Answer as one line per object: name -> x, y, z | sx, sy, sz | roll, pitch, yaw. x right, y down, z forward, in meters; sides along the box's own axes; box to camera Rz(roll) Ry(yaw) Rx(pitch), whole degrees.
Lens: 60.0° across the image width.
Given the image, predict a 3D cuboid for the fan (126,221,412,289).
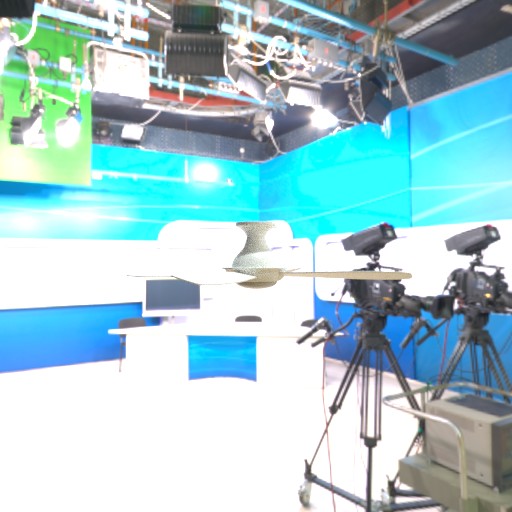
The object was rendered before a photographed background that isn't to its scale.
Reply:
fan -> 0.000, 0.000, 2.548 | 1.693, 0.382, 1.694 | 0, -1, 20
